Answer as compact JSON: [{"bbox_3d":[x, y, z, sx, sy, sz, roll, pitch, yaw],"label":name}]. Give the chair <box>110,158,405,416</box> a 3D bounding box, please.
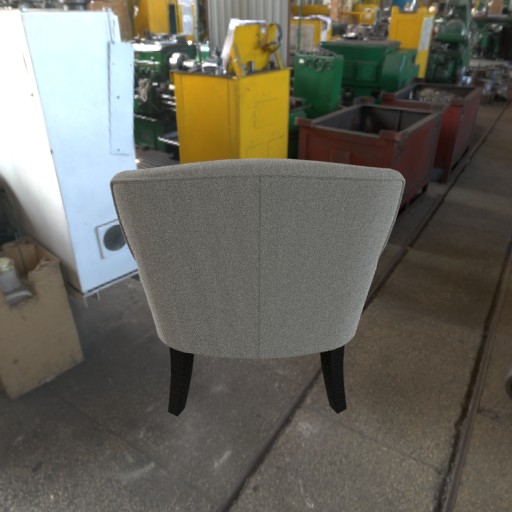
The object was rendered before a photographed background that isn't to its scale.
[{"bbox_3d":[0.000,0.000,1.483,0.772,0.880,0.755,-1,30,-1],"label":"chair"}]
